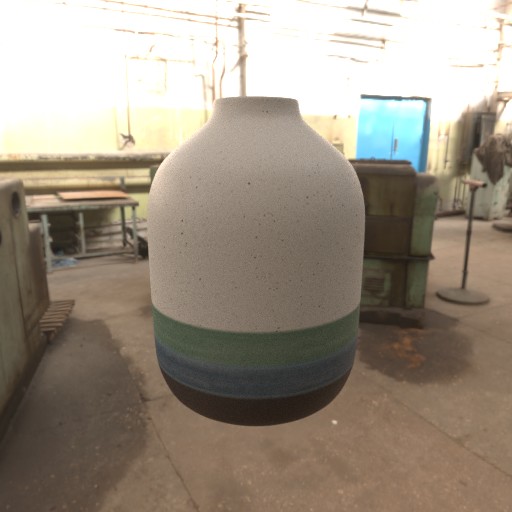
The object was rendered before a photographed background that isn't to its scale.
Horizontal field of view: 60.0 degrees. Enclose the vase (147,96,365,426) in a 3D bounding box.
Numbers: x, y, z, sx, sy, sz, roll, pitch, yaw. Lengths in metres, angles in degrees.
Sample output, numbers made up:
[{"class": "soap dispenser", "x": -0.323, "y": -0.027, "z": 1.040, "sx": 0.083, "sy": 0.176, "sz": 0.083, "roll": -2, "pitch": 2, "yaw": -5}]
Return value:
[{"class": "vase", "x": 0.000, "y": 0.000, "z": 0.361, "sx": 0.169, "sy": 0.240, "sz": 0.169, "roll": 0, "pitch": 14, "yaw": 0}]
